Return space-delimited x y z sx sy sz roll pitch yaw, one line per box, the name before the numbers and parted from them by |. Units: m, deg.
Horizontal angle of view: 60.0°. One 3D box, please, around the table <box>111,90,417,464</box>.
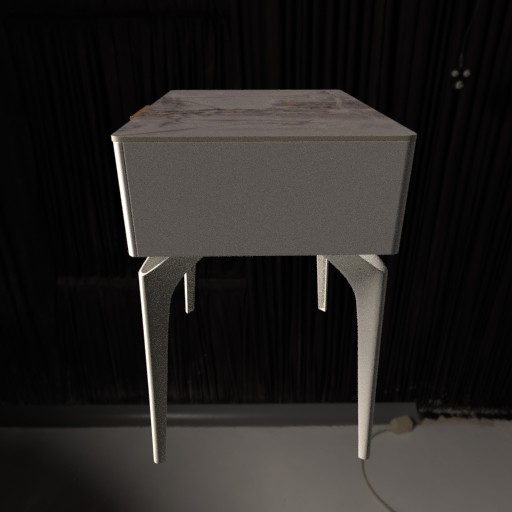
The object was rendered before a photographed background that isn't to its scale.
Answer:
table | 0.000 0.000 0.882 0.400 0.570 0.500 -1 26 -1
